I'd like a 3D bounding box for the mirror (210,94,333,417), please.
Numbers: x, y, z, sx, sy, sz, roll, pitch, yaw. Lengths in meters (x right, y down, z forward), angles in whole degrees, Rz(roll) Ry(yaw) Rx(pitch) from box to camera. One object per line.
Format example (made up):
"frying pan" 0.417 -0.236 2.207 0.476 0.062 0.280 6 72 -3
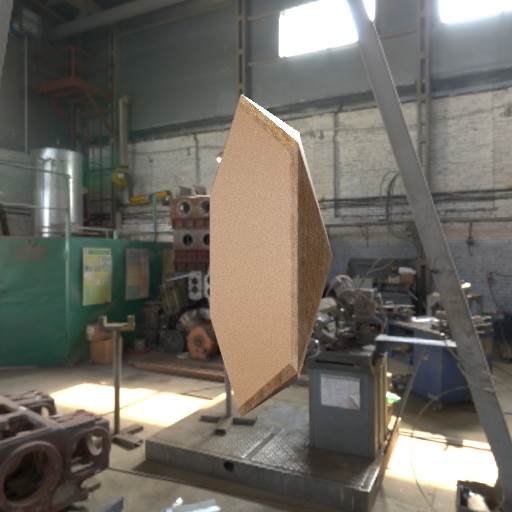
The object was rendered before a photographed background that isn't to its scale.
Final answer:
"mirror" 0.000 0.000 1.081 0.091 0.779 0.675 0 0 -18
